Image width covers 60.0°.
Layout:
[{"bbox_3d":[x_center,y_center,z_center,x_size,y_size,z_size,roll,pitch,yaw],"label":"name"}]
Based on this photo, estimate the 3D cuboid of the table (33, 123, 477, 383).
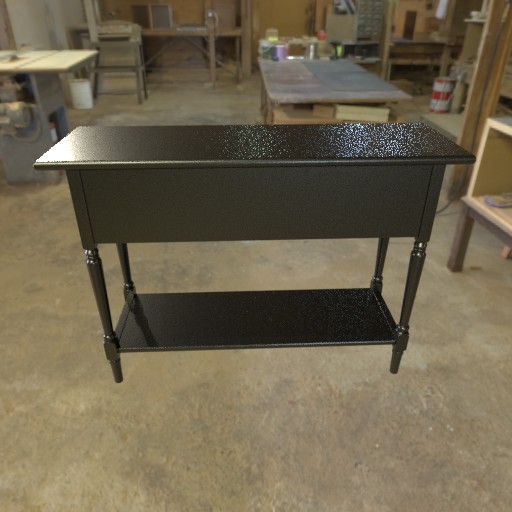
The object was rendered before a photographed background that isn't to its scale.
[{"bbox_3d":[0.000,0.000,1.554,1.191,0.819,0.386,-1,30,-2],"label":"table"}]
